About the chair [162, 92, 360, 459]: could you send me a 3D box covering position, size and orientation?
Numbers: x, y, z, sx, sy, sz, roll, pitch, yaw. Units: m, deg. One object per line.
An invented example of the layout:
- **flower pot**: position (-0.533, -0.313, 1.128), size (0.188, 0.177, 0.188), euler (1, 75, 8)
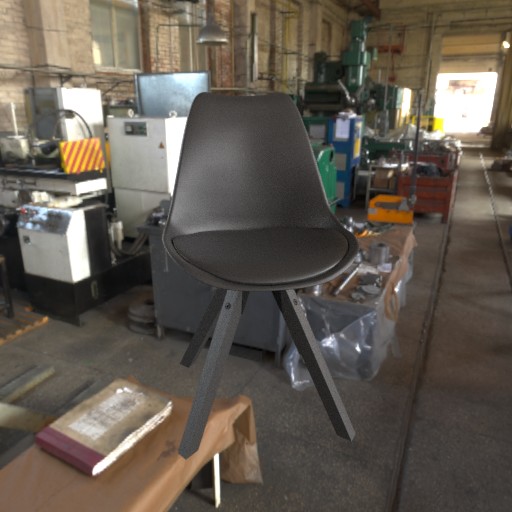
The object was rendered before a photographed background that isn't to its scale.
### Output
- **chair**: position (0.000, 0.000, 1.198), size (0.485, 0.850, 0.550), euler (-3, 18, -8)
